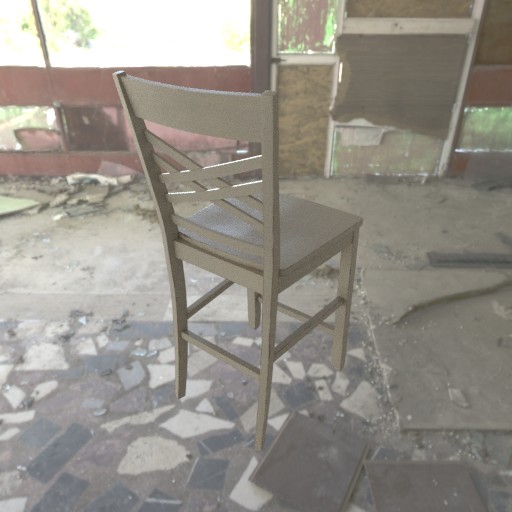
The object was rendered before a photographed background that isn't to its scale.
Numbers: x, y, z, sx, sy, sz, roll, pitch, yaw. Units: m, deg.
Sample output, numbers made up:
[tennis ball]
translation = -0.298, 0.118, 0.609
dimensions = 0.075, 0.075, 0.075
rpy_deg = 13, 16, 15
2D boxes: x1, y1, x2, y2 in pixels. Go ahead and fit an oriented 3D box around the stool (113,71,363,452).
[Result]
[stool]
translation = 0.000, 0.000, 1.367
dimensions = 0.462, 1.079, 0.539
rpy_deg = 21, 36, 31
